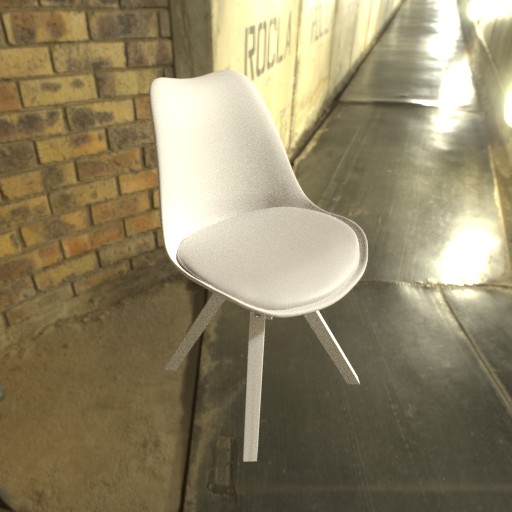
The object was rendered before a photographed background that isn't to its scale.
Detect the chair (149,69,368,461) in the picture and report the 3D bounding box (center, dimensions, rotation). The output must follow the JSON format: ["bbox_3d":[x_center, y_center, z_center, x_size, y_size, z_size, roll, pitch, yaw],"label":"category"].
[{"bbox_3d":[0.000,0.000,1.183,0.485,0.850,0.550,-23,38,-33],"label":"chair"}]
